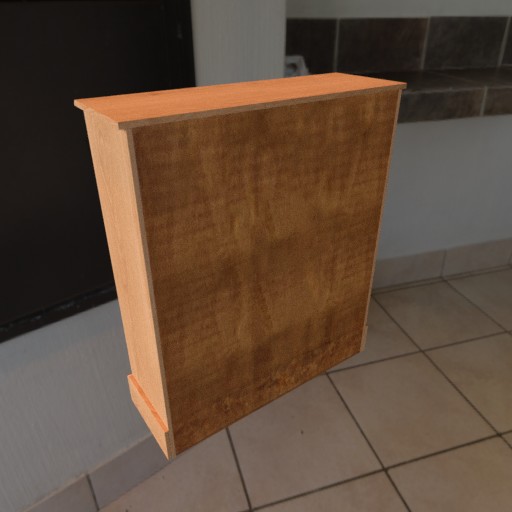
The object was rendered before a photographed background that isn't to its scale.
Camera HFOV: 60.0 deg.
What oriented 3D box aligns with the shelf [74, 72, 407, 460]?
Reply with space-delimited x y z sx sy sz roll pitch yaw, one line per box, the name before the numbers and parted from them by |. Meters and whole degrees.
shelf | 0.000 0.000 1.383 0.840 0.980 0.291 -19 35 -30
